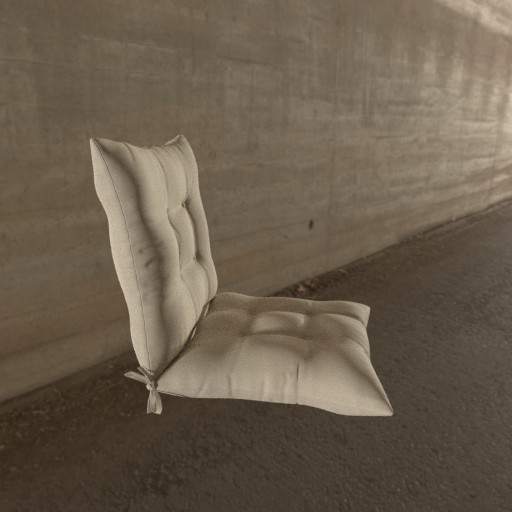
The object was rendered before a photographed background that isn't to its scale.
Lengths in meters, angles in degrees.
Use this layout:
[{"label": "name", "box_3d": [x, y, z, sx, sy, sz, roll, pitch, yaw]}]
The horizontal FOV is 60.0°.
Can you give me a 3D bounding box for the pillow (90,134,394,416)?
[{"label": "pillow", "box_3d": [0.000, 0.000, 1.017, 0.585, 0.536, 0.541, 2, 16, 8]}]
